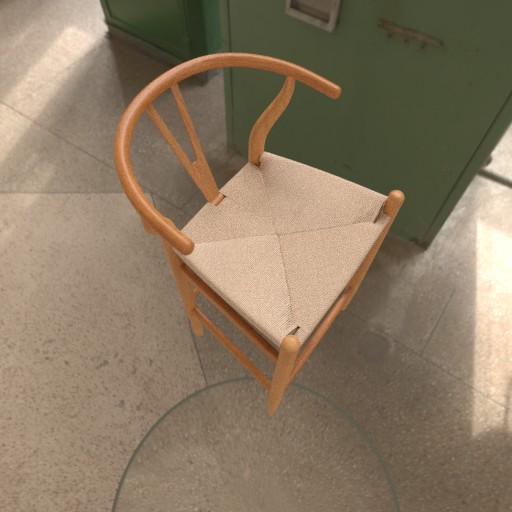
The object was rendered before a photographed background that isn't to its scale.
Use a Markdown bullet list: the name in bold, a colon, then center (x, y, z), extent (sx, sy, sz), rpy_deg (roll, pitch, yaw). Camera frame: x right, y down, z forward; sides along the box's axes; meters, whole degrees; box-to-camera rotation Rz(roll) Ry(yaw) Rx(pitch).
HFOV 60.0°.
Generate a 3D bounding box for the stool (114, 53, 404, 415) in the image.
- **stool**: center (0.000, 0.000, 1.317), extent (0.579, 0.970, 0.569), rpy_deg (32, 64, 18)
